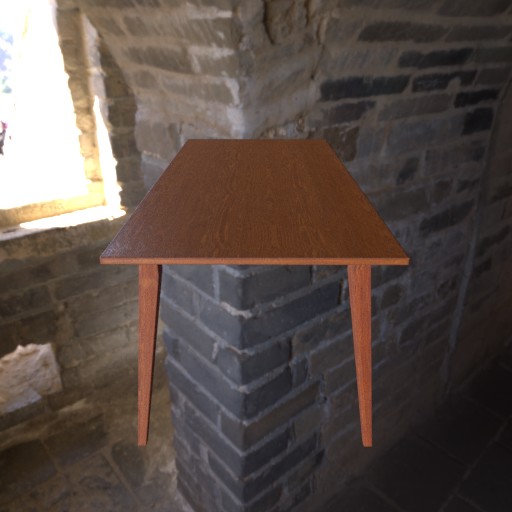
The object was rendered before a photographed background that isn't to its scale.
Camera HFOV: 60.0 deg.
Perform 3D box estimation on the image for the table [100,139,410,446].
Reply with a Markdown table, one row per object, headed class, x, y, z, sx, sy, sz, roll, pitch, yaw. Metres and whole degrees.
| class | x | y | z | sx | sy | sz | roll | pitch | yaw |
| --- | --- | --- | --- | --- | --- | --- | --- | --- | --- |
| table | 0.000 | 0.000 | 2.039 | 0.811 | 0.755 | 1.609 | 0 | 25 | 0 |
